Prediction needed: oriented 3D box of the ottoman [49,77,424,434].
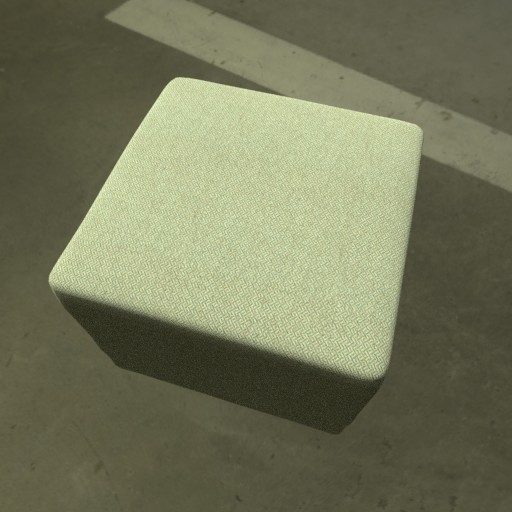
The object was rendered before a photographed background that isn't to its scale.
[{"bbox_3d":[0.000,0.000,0.903,0.521,0.453,0.512,15,60,9],"label":"ottoman"}]
